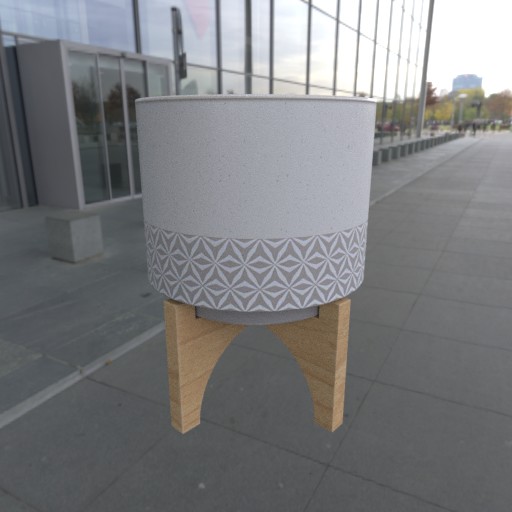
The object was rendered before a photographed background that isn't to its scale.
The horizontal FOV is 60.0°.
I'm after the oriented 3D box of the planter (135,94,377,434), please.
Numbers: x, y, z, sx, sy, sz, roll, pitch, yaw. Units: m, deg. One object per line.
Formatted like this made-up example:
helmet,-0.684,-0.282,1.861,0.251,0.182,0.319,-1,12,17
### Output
planter,0.000,0.000,0.394,0.188,0.260,0.188,0,17,0
